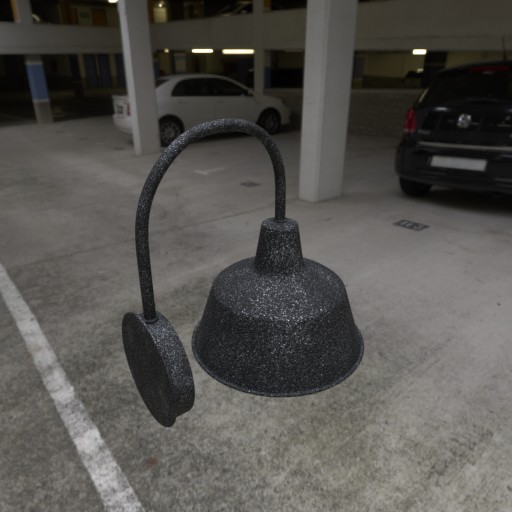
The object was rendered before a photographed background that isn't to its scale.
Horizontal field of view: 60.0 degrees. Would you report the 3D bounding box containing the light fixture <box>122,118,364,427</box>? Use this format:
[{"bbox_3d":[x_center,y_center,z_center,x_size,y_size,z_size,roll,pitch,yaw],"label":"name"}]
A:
[{"bbox_3d":[0.000,0.000,0.492,0.283,0.300,0.216,-18,30,-33],"label":"light fixture"}]
